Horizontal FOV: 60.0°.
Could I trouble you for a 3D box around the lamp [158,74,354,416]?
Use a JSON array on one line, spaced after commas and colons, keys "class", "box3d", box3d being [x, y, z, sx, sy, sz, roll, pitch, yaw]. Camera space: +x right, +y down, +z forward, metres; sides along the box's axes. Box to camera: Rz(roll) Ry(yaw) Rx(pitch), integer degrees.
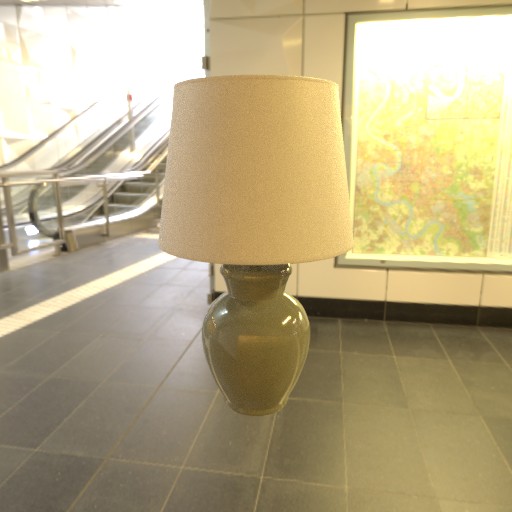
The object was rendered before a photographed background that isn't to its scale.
[{"class": "lamp", "box3d": [0.000, 0.000, 0.559, 0.239, 0.399, 0.239, 0, 13, 0]}]
